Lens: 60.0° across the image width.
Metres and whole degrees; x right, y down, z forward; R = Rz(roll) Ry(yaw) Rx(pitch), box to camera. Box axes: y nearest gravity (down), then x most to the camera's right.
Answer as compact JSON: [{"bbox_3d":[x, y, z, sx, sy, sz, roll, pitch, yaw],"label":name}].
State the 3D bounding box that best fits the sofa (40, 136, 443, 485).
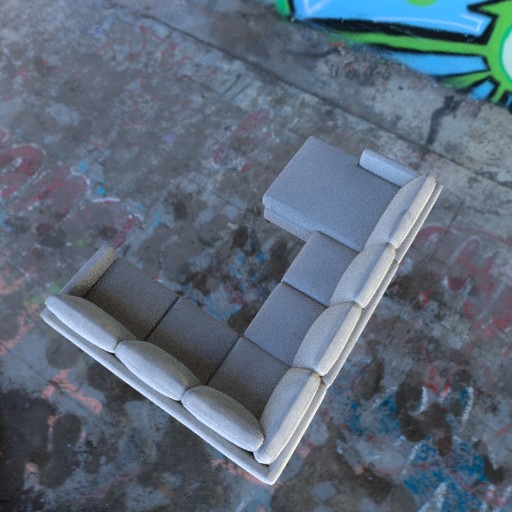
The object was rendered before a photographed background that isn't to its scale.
[{"bbox_3d":[0.000,0.000,4.629,2.593,0.959,3.460,31,68,14],"label":"sofa"}]
